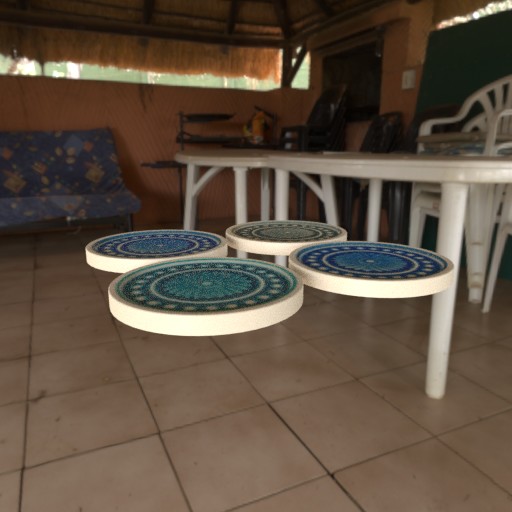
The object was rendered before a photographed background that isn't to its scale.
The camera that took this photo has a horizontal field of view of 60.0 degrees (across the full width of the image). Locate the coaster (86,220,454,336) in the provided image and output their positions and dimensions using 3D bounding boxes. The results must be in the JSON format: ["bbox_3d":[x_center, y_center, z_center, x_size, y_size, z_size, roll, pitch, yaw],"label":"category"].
[{"bbox_3d":[0.000,0.000,0.327,0.224,0.010,0.220,-7,16,-25],"label":"coaster"}]
